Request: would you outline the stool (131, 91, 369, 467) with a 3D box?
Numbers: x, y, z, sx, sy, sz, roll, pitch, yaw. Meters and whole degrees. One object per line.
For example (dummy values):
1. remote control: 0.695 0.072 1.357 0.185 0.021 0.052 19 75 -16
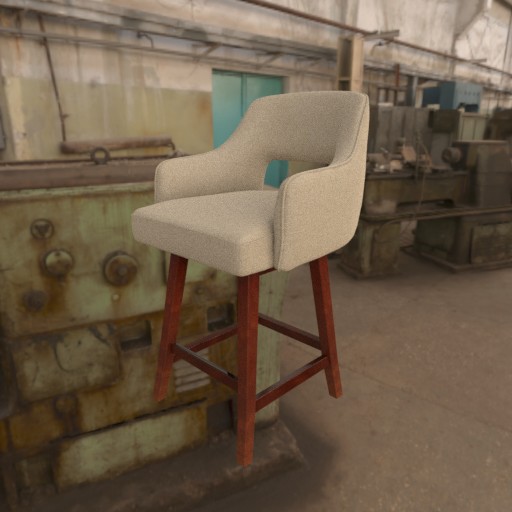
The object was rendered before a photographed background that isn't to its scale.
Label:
1. stool: 0.000 0.000 1.312 0.550 0.936 0.560 16 23 42
